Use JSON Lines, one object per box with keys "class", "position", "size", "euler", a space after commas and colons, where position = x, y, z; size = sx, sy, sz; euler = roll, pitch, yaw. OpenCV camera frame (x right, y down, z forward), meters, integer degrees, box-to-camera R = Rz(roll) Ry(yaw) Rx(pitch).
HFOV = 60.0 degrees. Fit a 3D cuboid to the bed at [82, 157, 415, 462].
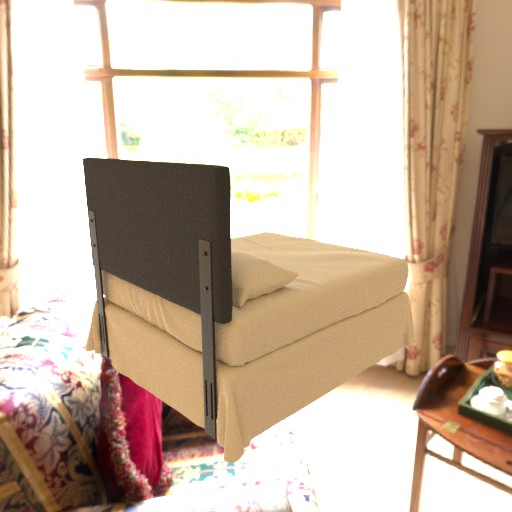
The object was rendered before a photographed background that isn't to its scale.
{"class": "bed", "position": [0.000, 0.000, 3.598], "size": [2.222, 1.577, 1.936], "euler": [-13, 20, -42]}
